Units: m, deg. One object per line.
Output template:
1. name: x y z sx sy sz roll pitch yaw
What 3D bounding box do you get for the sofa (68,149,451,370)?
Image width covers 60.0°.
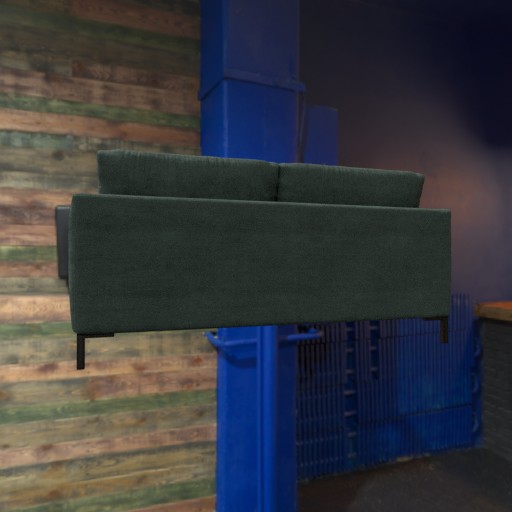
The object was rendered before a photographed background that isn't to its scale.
1. sofa: 0.000 0.000 2.217 1.676 0.817 0.875 0 -1 -18
